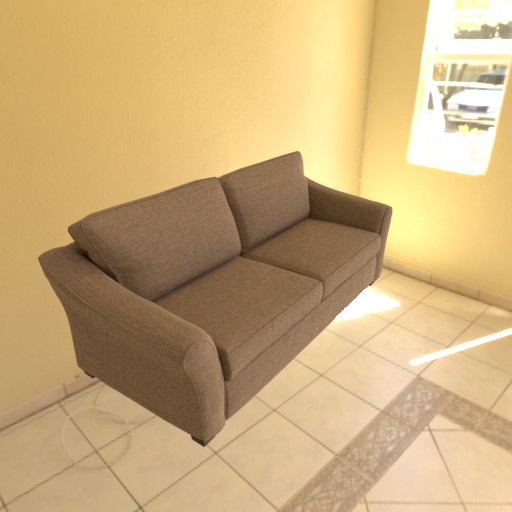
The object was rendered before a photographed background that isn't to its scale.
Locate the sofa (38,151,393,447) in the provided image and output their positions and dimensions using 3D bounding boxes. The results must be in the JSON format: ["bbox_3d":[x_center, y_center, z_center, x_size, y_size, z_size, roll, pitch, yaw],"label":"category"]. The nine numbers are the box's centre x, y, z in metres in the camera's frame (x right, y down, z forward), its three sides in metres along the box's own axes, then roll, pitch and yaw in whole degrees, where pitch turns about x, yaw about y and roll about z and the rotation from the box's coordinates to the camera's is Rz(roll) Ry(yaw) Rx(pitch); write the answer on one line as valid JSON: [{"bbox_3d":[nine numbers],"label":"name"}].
[{"bbox_3d":[0.000,0.000,2.790,0.980,0.965,2.270,17,30,32],"label":"sofa"}]
